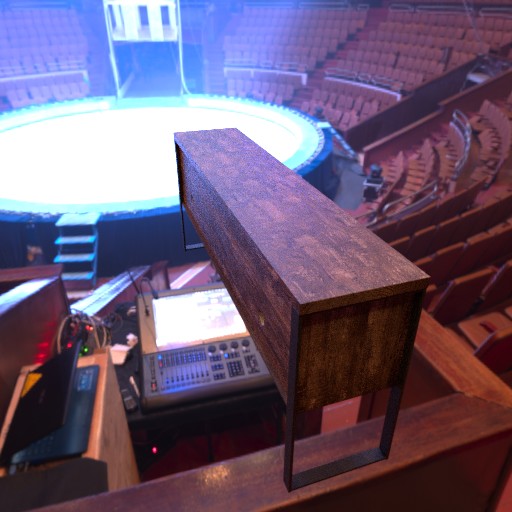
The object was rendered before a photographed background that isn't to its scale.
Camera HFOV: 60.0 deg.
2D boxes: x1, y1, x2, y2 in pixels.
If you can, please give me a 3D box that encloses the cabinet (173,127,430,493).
[{"bbox_3d":[0.000,0.000,2.065,0.395,0.762,1.800,-10,31,-17],"label":"cabinet"}]
